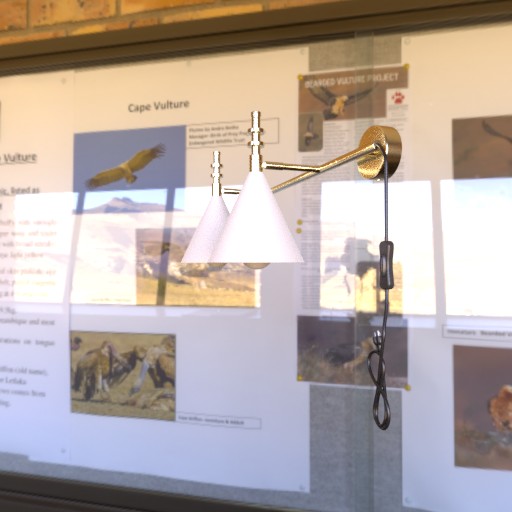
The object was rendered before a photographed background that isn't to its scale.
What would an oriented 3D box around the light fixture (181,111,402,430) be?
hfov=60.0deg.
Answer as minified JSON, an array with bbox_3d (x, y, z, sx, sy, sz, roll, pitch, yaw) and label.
[{"bbox_3d":[0.000,0.000,0.853,0.239,0.468,0.642,0,-1,-19],"label":"light fixture"}]
